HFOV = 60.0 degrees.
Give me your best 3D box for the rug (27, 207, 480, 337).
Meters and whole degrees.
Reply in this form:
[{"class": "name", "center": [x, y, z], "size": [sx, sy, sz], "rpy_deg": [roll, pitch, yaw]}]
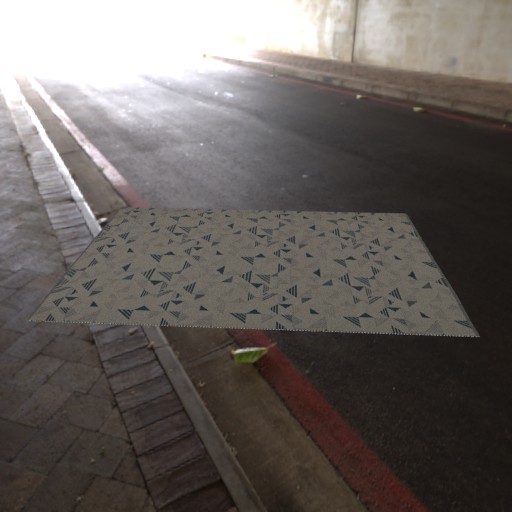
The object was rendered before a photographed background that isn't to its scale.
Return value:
[{"class": "rug", "center": [0.000, 0.000, 2.306], "size": [1.835, 0.003, 1.206], "rpy_deg": [2, 29, 3]}]
